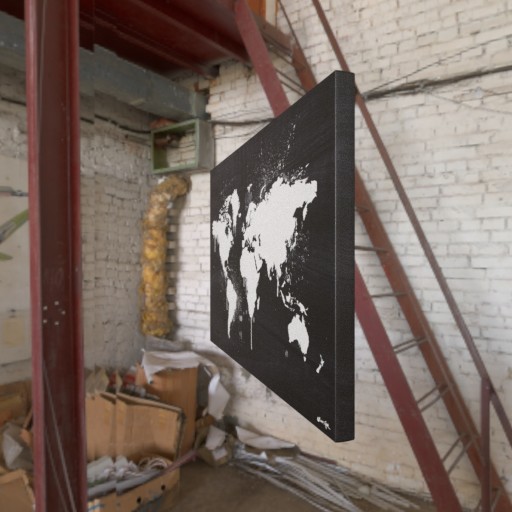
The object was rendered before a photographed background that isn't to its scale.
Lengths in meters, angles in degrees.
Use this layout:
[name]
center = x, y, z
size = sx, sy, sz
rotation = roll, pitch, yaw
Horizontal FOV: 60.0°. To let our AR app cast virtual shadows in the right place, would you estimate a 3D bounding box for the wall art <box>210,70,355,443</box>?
[wall art]
center = 0.000, 0.000, 1.159
size = 0.038, 0.612, 0.912
rotation = 0, 0, -19
